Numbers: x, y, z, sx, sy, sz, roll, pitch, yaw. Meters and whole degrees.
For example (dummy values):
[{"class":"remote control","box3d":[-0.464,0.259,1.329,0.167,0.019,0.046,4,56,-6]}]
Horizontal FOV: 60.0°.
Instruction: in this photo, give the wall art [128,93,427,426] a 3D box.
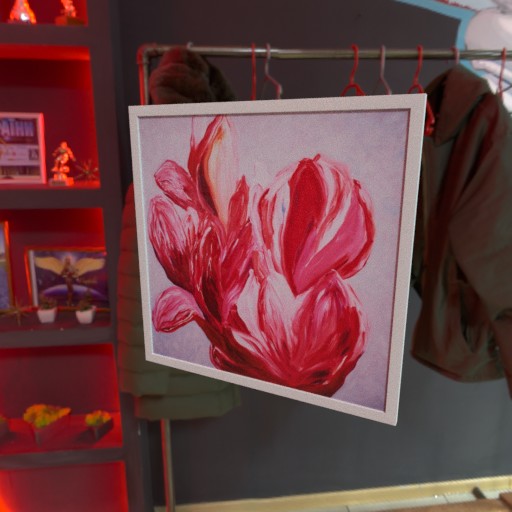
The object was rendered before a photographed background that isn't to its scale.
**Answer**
[{"class":"wall art","box3d":[0.000,0.000,1.214,0.805,0.803,0.022,7,16,25]}]
